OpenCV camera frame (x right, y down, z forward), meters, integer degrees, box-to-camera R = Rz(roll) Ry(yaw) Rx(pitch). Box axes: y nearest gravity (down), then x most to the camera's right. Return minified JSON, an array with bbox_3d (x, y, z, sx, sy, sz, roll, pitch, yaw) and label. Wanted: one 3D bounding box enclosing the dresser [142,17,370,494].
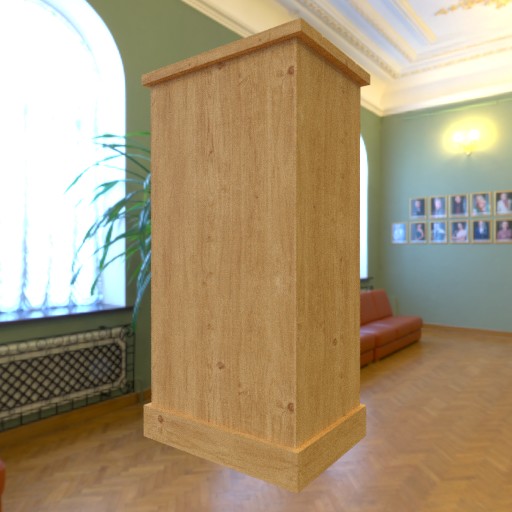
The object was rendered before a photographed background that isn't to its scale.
[{"bbox_3d":[0.000,0.000,1.281,0.531,1.041,0.390,0,1,36],"label":"dresser"}]
